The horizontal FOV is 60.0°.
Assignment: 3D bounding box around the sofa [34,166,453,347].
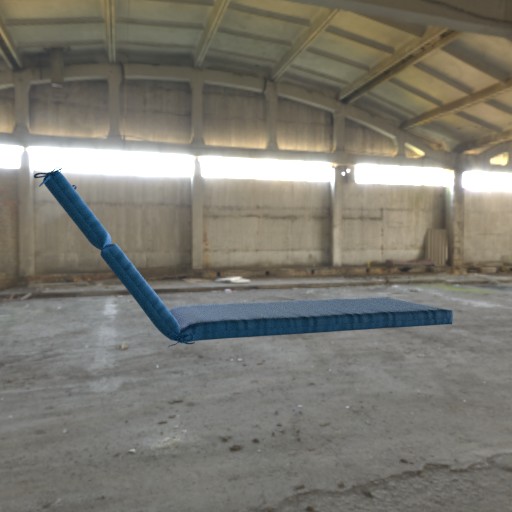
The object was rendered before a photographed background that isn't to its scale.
[{"bbox_3d":[0.000,0.000,1.931,1.663,0.622,0.582,0,2,-17],"label":"sofa"}]
